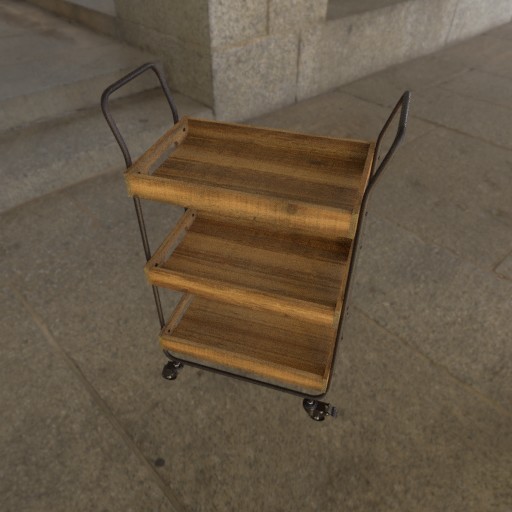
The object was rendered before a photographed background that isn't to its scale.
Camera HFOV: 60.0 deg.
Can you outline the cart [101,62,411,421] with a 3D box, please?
[{"bbox_3d":[0.000,0.000,1.149,0.583,0.857,0.339,12,42,13],"label":"cart"}]
